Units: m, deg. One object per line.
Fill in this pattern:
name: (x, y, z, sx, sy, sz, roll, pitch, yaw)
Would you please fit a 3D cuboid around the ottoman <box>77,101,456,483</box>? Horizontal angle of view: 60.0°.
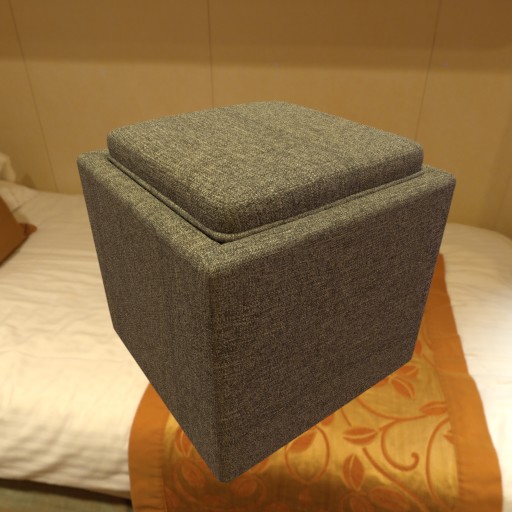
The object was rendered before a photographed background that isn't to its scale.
ottoman: (0.000, 0.000, 0.805, 0.450, 0.460, 0.450, -21, 37, -30)
